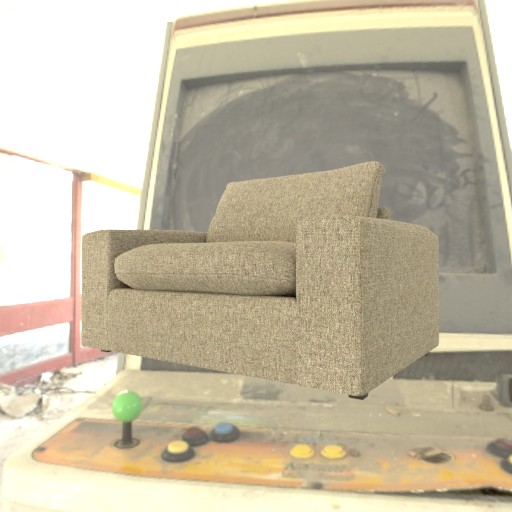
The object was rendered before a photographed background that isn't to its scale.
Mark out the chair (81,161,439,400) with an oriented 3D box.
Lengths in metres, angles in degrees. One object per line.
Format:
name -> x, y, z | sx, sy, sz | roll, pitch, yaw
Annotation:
chair -> 0.000, 0.000, 2.077 | 1.398, 0.915, 1.039 | 0, -1, 35
